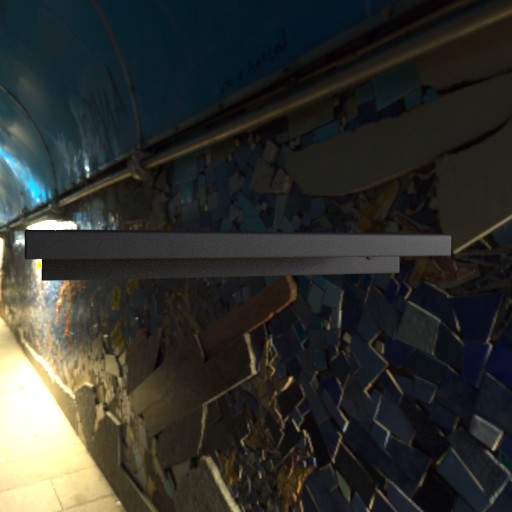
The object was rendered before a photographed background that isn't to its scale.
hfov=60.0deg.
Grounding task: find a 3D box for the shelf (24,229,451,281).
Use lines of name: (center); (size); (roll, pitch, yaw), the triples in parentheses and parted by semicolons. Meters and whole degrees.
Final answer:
shelf: (0.000, 0.000, 0.503); (0.456, 0.053, 0.102); (0, 1, -18)
